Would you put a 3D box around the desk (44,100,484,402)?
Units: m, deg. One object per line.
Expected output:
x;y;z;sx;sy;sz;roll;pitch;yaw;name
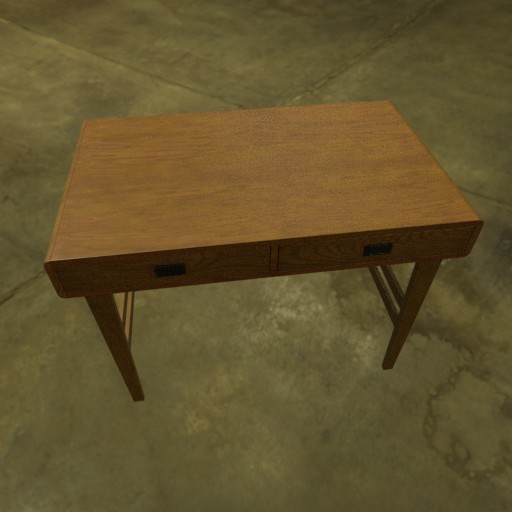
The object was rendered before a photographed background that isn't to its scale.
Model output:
0.000;0.000;1.544;1.066;0.754;0.660;-6;45;-6;desk
